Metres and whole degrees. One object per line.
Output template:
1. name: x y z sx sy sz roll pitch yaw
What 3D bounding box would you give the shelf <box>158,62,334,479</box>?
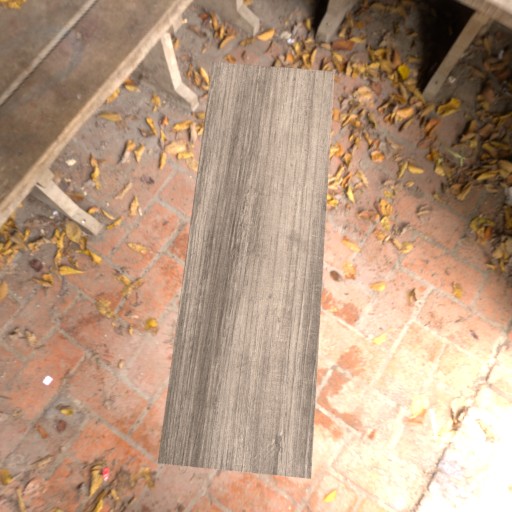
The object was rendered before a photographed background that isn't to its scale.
1. shelf: 0.000 0.000 0.709 0.200 0.125 0.610 5 76 1
